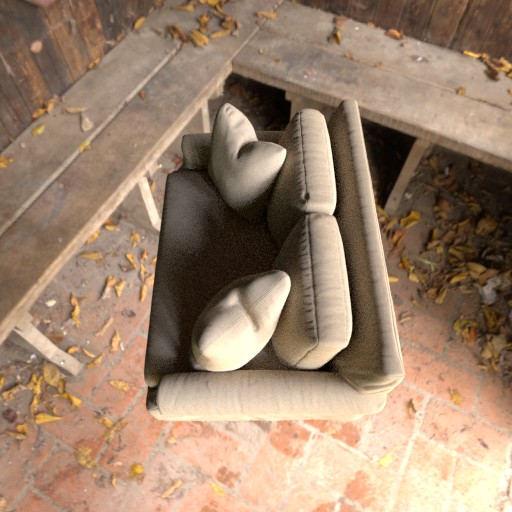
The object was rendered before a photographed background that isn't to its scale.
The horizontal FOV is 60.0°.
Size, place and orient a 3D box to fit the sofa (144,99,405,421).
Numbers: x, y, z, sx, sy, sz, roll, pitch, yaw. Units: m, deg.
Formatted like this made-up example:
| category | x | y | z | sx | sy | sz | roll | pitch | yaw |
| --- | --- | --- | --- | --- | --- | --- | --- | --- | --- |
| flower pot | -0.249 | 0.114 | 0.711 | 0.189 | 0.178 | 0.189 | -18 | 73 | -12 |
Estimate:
| category | x | y | z | sx | sy | sz | roll | pitch | yaw |
| --- | --- | --- | --- | --- | --- | --- | --- | --- | --- |
| sofa | 0.000 | 0.000 | 2.224 | 1.070 | 0.905 | 1.550 | 0 | 60 | 0 |
